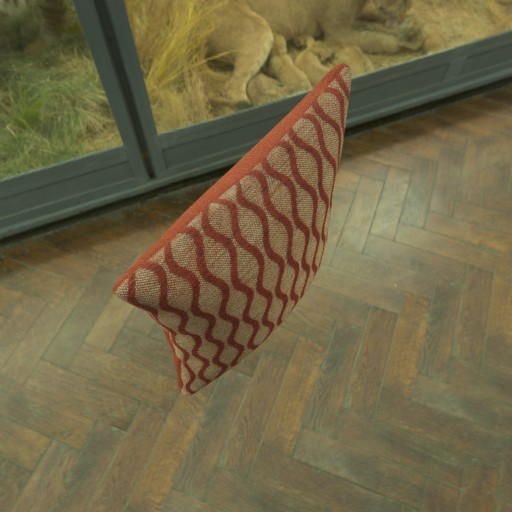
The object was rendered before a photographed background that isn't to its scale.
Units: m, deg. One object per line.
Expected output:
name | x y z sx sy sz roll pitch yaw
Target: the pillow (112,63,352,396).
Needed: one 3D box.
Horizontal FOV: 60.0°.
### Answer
pillow | 0.000 0.000 0.689 0.159 0.434 0.429 32 64 18
